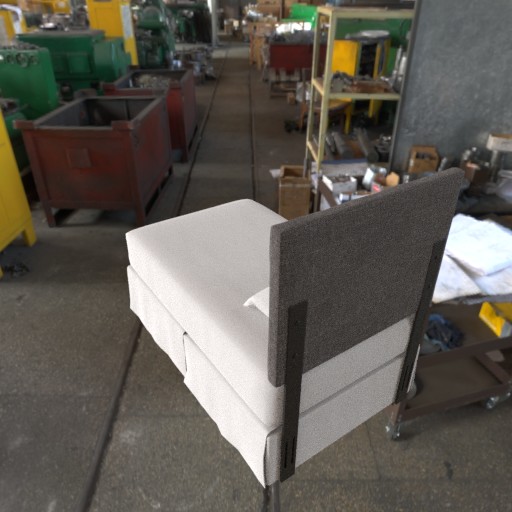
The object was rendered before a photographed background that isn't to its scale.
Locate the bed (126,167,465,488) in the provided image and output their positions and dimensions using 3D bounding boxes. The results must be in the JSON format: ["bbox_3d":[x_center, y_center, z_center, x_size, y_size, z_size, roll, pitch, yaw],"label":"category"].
[{"bbox_3d":[0.000,0.000,2.970,1.261,1.571,1.997,-20,36,-29],"label":"bed"}]
